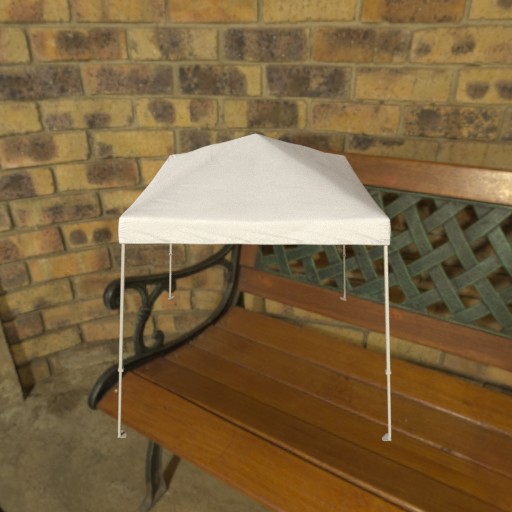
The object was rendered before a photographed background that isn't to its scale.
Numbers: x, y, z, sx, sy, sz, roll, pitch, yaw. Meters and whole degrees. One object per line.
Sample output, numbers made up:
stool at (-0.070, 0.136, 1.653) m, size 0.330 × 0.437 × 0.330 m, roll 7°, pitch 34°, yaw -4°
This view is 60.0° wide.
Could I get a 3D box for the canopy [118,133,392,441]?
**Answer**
canopy at (0.000, 0.000, 6.655) m, size 3.599 × 3.600 × 3.600 m, roll 0°, pitch 26°, yaw 1°
